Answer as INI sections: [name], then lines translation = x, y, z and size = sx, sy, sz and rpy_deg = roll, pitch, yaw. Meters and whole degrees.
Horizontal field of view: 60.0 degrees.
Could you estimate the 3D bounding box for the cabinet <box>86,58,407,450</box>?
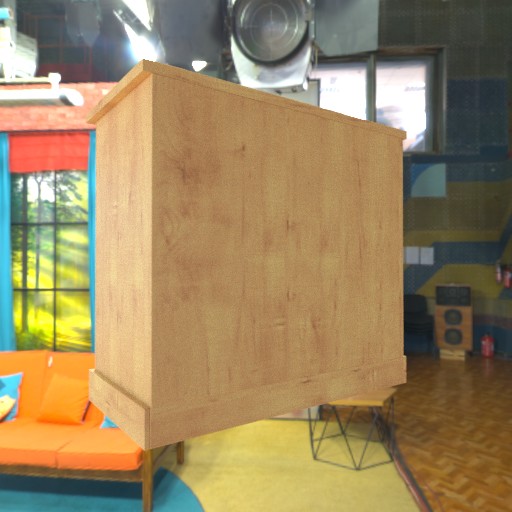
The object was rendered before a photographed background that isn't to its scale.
[cabinet]
translation = 0.000, 0.000, 1.396
size = 0.920, 0.840, 0.450
rpy_deg = 0, -1, -36
